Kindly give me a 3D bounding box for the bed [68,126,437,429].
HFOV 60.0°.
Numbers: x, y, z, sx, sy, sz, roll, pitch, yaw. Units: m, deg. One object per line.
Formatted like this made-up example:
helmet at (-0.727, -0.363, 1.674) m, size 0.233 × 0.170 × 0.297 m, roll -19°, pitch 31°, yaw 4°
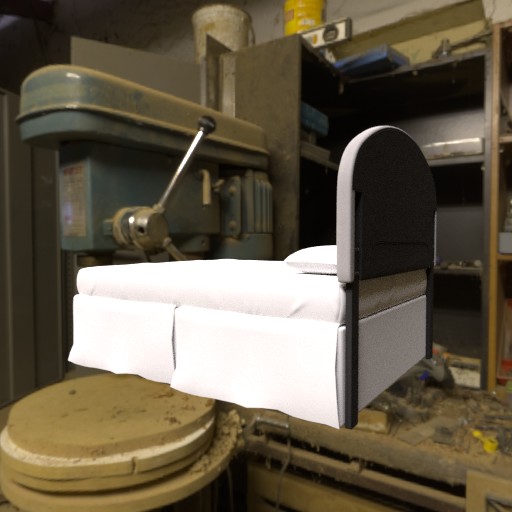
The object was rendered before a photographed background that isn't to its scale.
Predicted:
bed at (0.000, 0.000, 3.020) m, size 2.005 × 1.410 × 1.607 m, roll 1°, pitch 2°, yaw 35°
